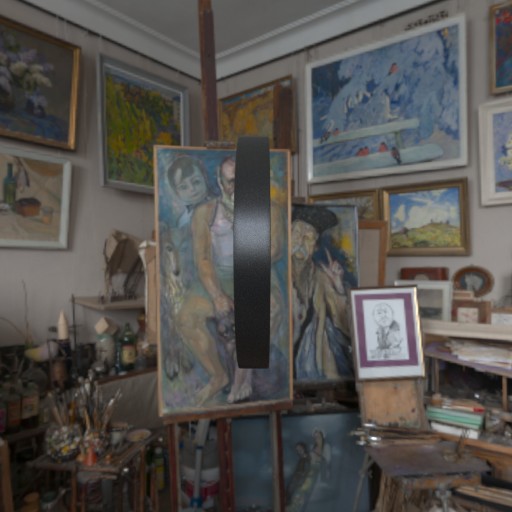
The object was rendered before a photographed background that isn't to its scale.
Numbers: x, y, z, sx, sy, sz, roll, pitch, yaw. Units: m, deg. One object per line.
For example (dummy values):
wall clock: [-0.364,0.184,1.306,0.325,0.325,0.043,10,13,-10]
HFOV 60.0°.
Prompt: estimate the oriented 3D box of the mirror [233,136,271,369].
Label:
mirror: [0.000,0.000,0.664,0.032,0.254,0.584,0,-1,1]
